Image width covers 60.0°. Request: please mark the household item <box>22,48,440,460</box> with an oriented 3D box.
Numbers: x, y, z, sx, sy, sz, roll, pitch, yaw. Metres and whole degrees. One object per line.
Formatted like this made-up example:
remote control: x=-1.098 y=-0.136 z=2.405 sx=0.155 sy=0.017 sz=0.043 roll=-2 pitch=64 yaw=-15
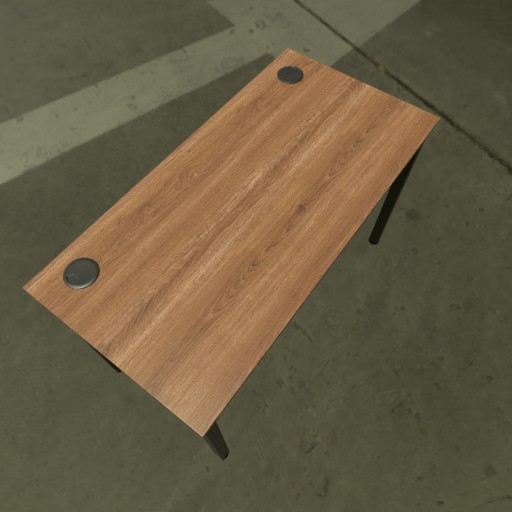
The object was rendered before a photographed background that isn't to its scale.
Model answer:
household item: x=0.000 y=0.000 z=1.605 sx=0.600 sy=0.750 sz=1.200 roll=33 pitch=65 yaw=17
